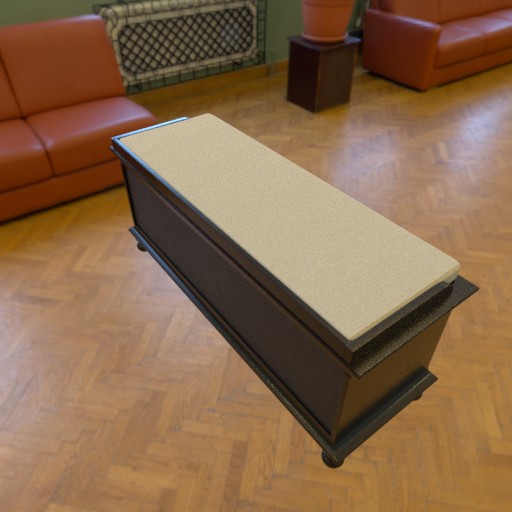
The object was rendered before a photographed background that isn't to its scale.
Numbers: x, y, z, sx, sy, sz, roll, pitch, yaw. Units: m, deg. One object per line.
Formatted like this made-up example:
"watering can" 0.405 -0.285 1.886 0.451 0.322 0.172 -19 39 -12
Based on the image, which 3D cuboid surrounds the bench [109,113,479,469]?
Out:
"bench" 0.000 0.000 1.422 0.402 0.501 1.185 -26 47 -27
